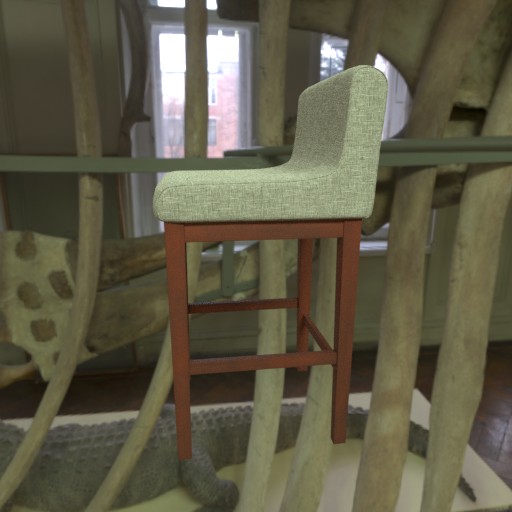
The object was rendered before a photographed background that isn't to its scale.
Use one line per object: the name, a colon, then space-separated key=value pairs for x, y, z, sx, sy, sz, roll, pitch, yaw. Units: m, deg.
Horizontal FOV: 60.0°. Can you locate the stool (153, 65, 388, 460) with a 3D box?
stool: x=0.000 y=0.000 z=1.097 sx=0.459 sy=0.835 sz=0.417 roll=-2 pitch=14 yaw=-8
